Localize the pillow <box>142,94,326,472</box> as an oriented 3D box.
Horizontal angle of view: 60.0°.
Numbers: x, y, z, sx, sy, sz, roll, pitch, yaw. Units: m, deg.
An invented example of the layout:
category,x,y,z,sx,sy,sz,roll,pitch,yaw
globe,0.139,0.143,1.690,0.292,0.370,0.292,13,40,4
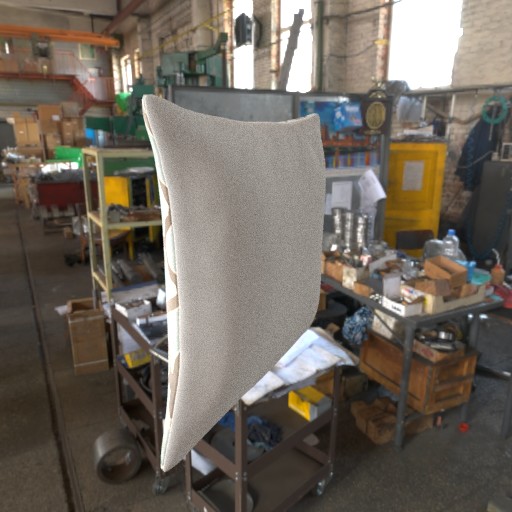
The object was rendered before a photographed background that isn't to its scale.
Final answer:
category,x,y,z,sx,sy,sz,roll,pitch,yaw
pillow,0.000,0.000,0.794,0.166,0.508,0.552,8,17,27
